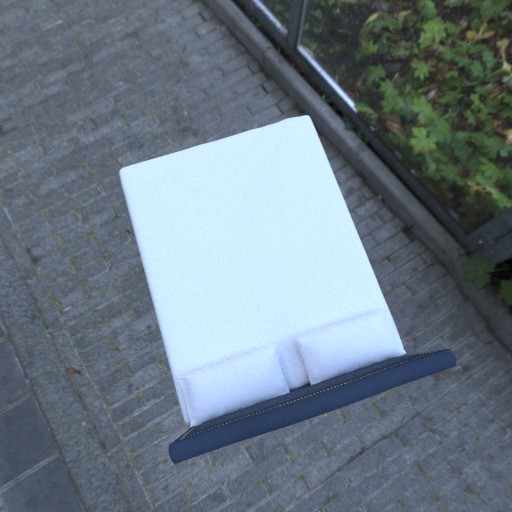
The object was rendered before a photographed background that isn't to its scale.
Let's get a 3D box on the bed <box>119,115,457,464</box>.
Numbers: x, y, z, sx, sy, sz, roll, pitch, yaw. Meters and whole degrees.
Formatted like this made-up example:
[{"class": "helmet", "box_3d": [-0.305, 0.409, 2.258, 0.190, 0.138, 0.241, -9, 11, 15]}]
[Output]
[{"class": "bed", "box_3d": [0.000, 0.000, 3.359, 1.821, 1.436, 2.282, -17, 75, -5]}]
